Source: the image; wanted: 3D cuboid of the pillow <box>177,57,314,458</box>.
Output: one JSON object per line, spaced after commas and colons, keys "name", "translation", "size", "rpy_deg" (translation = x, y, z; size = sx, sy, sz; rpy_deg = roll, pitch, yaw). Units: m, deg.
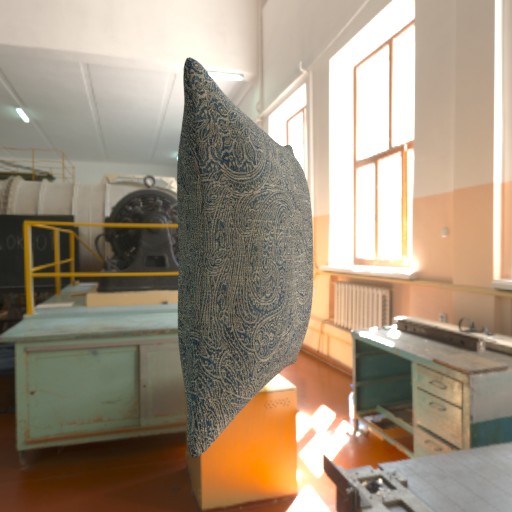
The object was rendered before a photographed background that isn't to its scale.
{"name": "pillow", "translation": [0.000, 0.000, 0.797], "size": [0.166, 0.510, 0.523], "rpy_deg": [0, 1, 19]}
